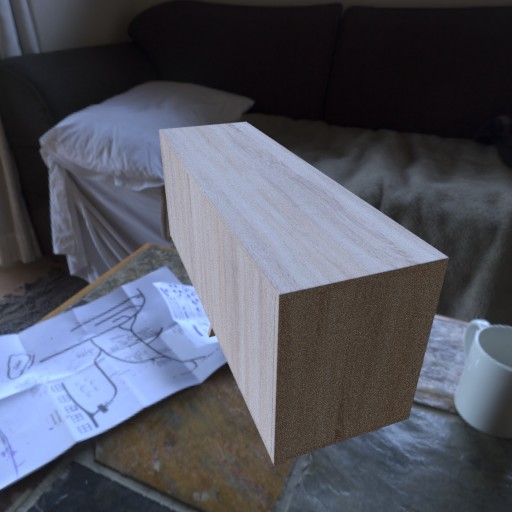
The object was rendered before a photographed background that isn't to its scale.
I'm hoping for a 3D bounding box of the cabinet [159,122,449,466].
[{"bbox_3d":[0.000,0.000,1.985,0.500,0.780,1.650,-11,32,-18],"label":"cabinet"}]
